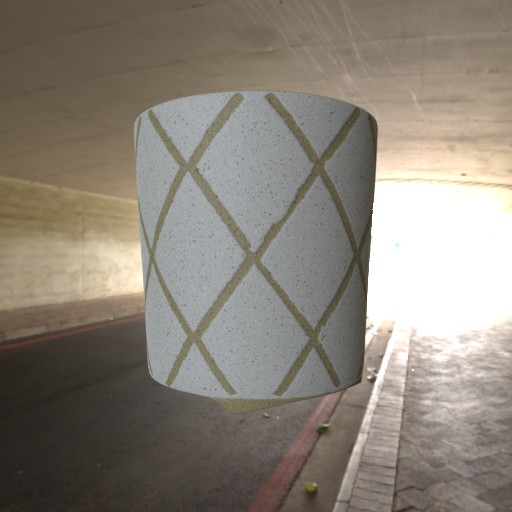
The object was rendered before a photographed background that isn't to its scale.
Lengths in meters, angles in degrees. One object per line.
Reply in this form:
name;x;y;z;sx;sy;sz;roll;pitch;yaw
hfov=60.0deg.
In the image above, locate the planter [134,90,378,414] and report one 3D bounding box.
planter;0.000;0.000;0.359;0.191;0.199;0.191;0;0;0
